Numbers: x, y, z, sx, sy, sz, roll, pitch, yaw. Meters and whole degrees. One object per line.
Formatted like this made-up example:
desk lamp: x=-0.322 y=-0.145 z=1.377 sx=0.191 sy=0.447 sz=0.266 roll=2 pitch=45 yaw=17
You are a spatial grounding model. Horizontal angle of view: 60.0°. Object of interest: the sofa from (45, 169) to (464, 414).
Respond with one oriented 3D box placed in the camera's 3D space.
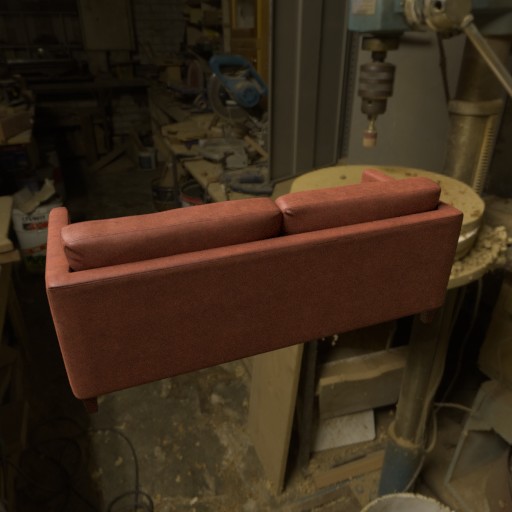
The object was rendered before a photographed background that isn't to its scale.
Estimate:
sofa: x=0.000 y=0.000 z=2.658 sx=2.204 sy=0.932 sz=0.950 roll=-10 pitch=30 yaw=-19
